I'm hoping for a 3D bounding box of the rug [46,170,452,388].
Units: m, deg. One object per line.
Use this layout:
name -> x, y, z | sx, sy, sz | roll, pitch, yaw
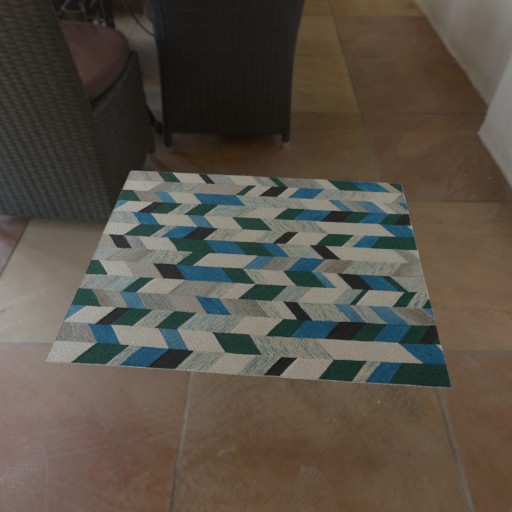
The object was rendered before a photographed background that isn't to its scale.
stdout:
rug -> 0.000, 0.000, 4.119 | 3.036, 0.008, 2.440 | 3, 47, 3
